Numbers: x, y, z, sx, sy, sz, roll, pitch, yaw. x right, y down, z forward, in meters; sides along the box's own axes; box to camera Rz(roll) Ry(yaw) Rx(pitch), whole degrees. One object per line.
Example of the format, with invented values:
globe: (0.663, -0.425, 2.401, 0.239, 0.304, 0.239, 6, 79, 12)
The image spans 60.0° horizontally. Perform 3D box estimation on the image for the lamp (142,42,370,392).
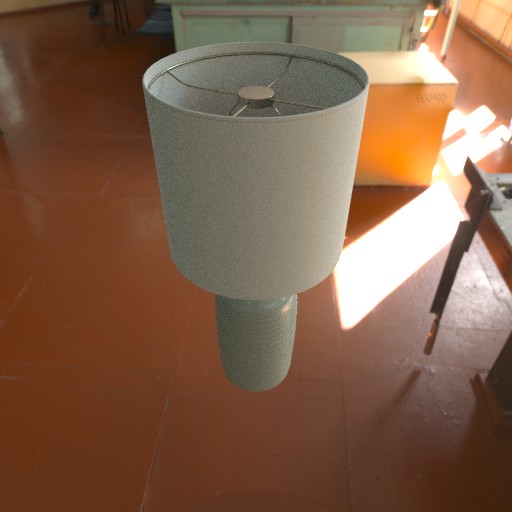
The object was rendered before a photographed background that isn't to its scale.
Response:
lamp: (0.000, 0.000, 0.591, 0.220, 0.475, 0.220, 27, 47, 28)
